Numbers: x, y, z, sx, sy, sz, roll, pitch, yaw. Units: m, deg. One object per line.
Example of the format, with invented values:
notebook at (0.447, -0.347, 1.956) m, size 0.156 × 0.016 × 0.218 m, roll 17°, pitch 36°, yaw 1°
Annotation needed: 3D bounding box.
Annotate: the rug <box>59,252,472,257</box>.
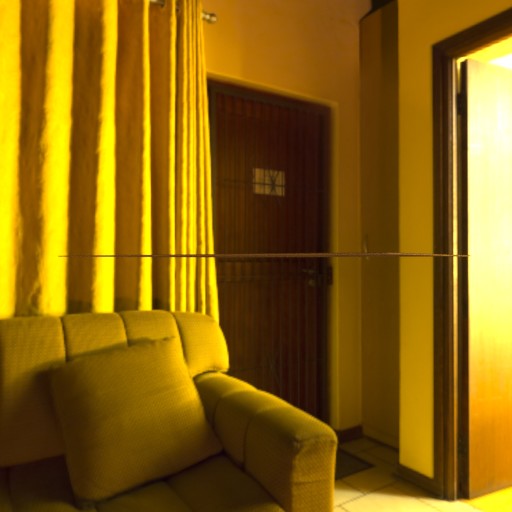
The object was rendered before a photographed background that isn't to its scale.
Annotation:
rug at (0.000, 0.000, 3.051) m, size 2.438 × 0.008 × 1.523 m, roll 0°, pitch -1°, yaw 37°
